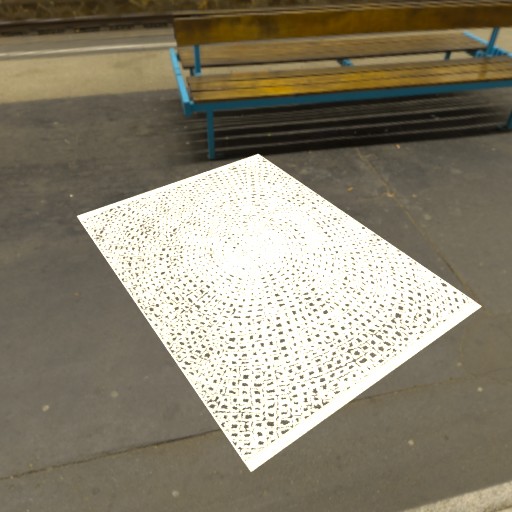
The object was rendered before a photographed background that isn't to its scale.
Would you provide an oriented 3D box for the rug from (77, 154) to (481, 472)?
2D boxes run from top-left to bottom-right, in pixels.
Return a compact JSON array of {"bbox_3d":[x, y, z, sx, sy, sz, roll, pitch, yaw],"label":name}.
[{"bbox_3d":[0.000,0.000,2.124,1.190,0.003,1.634,-25,47,-26],"label":"rug"}]
